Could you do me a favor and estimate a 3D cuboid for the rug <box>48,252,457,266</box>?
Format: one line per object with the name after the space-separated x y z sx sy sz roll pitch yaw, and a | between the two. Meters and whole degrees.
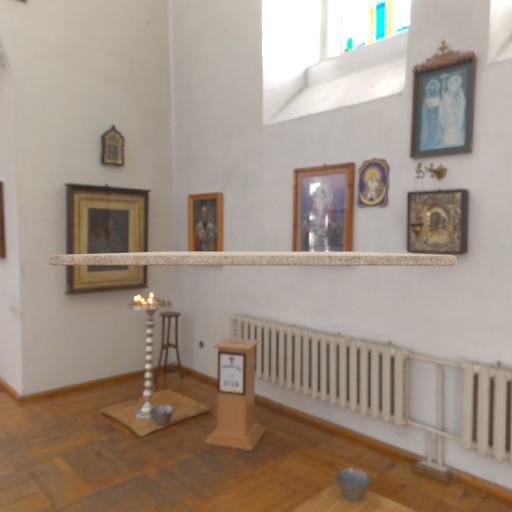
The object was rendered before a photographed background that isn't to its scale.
0.000 0.000 3.362 2.009 0.048 2.528 0 1 1 | rug
